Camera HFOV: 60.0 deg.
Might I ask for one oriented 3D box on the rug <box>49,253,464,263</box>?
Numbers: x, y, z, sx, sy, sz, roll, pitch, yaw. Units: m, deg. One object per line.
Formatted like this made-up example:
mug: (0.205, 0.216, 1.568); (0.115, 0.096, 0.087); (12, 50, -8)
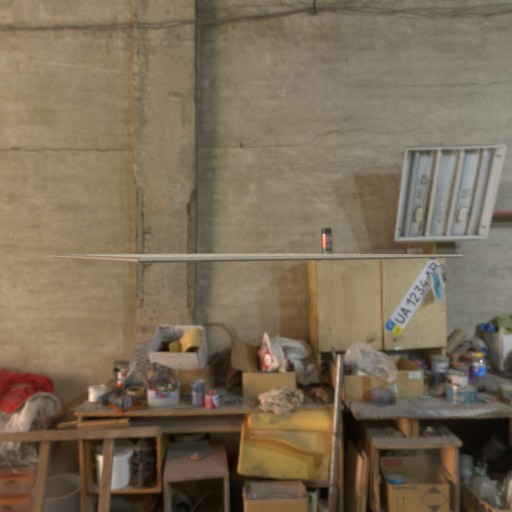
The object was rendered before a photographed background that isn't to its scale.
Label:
rug: (0.000, 0.000, 2.731); (2.081, 0.020, 1.525); (0, 1, -36)
